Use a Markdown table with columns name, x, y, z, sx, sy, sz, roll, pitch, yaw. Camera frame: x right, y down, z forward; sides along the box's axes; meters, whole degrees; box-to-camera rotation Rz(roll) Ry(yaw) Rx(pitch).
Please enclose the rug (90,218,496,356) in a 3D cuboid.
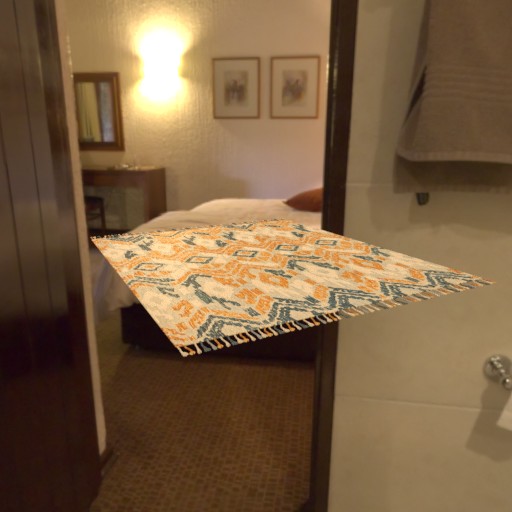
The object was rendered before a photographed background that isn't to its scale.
| name | x | y | z | sx | sy | sz | roll | pitch | yaw |
| --- | --- | --- | --- | --- | --- | --- | --- | --- | --- |
| rug | 0.000 | 0.000 | 4.038 | 2.439 | 0.010 | 3.048 | -8 | 17 | -27 |
